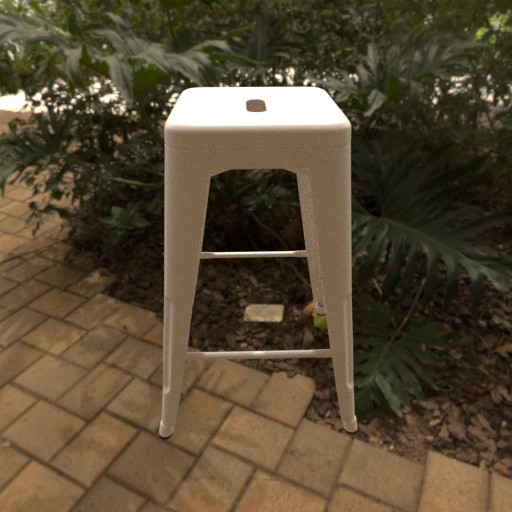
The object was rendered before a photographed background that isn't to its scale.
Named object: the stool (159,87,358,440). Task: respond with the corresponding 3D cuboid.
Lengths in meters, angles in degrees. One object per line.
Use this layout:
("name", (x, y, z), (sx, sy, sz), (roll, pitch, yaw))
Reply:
("stool", (0.000, 0.000, 0.909), (0.406, 0.610, 0.406), (-1, 32, -2))
